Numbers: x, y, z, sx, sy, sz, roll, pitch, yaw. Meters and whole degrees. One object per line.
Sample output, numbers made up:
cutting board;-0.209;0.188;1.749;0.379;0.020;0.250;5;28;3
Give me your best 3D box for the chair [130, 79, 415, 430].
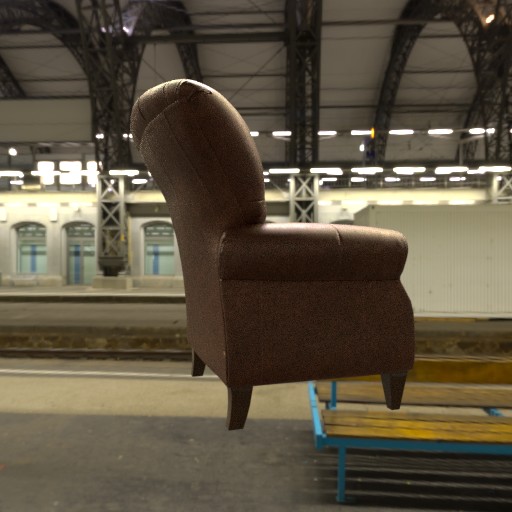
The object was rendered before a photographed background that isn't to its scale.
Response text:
chair;0.000;0.000;1.887;1.031;1.162;0.979;0;0;-18
